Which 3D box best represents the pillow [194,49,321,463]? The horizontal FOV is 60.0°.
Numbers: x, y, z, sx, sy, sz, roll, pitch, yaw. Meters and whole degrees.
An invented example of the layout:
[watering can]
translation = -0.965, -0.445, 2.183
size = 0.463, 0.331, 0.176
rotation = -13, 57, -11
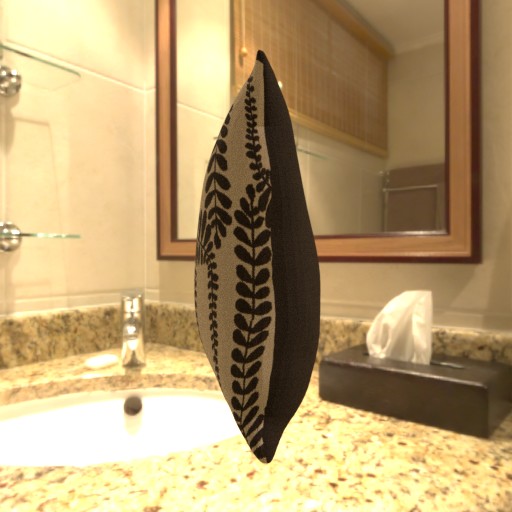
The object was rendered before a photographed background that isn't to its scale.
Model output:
[pillow]
translation = 0.000, 0.000, 0.669
size = 0.182, 0.441, 0.440
rotation = 0, 1, -1
